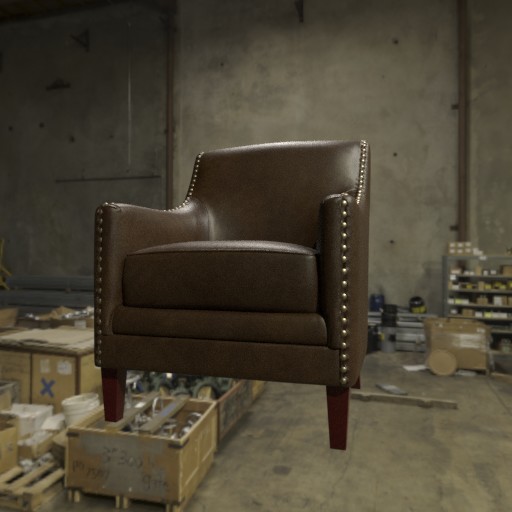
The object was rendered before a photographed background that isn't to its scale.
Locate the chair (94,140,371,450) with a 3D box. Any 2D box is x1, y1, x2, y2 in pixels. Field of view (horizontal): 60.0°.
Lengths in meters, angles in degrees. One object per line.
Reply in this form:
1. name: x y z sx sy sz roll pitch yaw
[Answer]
1. chair: 0.000 0.000 1.313 0.639 0.813 0.704 0 0 17
